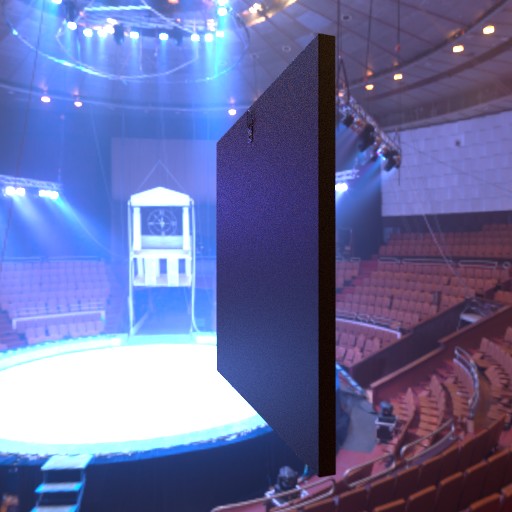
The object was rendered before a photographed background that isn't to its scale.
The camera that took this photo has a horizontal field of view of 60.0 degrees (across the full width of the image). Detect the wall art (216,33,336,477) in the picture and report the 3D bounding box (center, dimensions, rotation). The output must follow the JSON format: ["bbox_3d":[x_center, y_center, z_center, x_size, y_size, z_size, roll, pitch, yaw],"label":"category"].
[{"bbox_3d":[0.000,0.000,1.189,0.043,0.807,0.805,0,0,-18],"label":"wall art"}]
